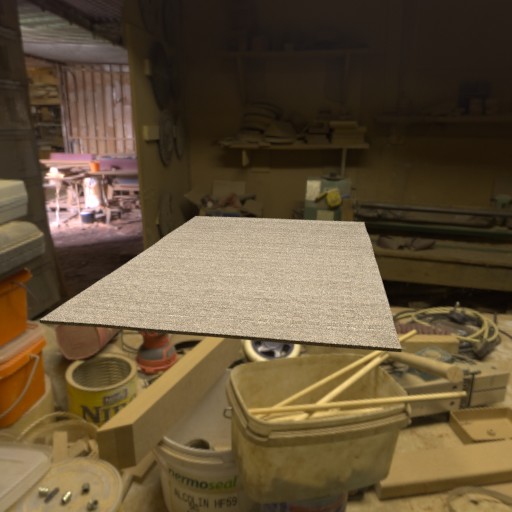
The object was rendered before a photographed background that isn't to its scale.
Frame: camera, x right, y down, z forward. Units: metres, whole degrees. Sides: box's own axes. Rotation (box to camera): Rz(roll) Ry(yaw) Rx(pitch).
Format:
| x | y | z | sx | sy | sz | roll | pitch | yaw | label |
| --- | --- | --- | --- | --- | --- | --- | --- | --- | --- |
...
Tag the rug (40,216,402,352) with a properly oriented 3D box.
| x | y | z | sx | sy | sz | roll | pitch | yaw | label |
| --- | --- | --- | --- | --- | --- | --- | --- | --- | --- |
| 0.000 | 0.000 | 2.898 | 1.532 | 0.018 | 2.297 | 3 | 17 | 9 | rug |
